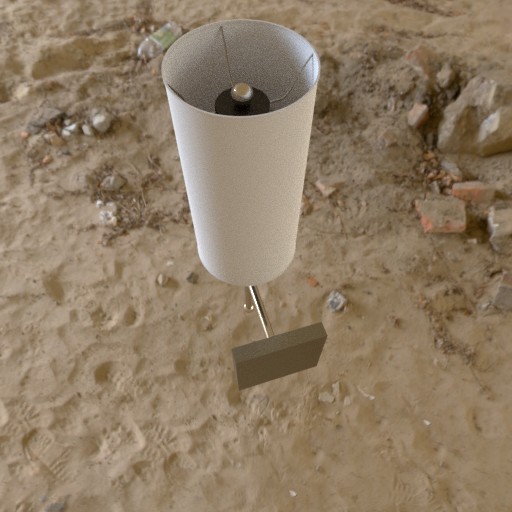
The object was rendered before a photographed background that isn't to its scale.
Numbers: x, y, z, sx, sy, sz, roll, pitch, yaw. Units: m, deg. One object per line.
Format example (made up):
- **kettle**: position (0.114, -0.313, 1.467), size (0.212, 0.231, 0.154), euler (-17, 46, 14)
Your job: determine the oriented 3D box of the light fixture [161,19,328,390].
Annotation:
- **light fixture**: position (0.000, 0.000, 0.533), size (0.128, 0.462, 0.208), euler (-15, 59, -9)
